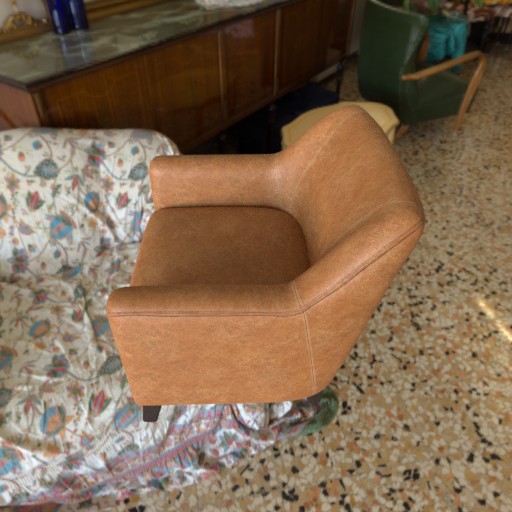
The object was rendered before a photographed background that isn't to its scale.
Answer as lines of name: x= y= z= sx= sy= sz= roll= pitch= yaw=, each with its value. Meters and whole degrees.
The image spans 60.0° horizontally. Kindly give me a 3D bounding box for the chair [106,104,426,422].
chair: x=0.000 y=0.000 z=1.868 sx=1.034 sy=0.980 sz=1.037 roll=-1 pitch=40 yaw=-1
